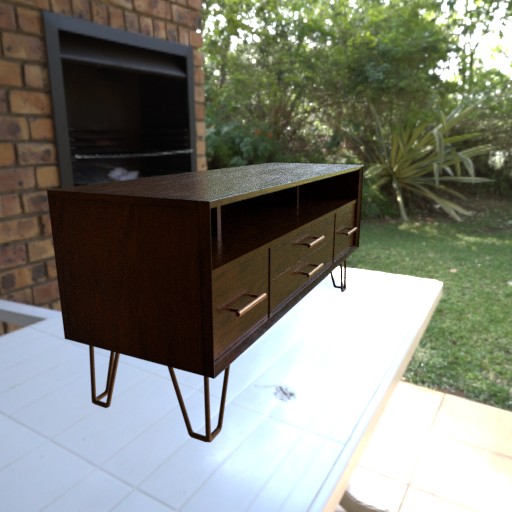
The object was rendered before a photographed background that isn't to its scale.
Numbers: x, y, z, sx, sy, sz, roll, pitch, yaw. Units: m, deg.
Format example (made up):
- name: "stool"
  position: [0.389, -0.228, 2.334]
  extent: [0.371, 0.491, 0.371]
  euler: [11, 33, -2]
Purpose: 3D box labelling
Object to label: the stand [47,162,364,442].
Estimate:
- name: "stand"
  position: [0.000, 0.000, 1.663]
  extent: [0.481, 0.610, 1.372]
  euler: [7, 17, 25]
